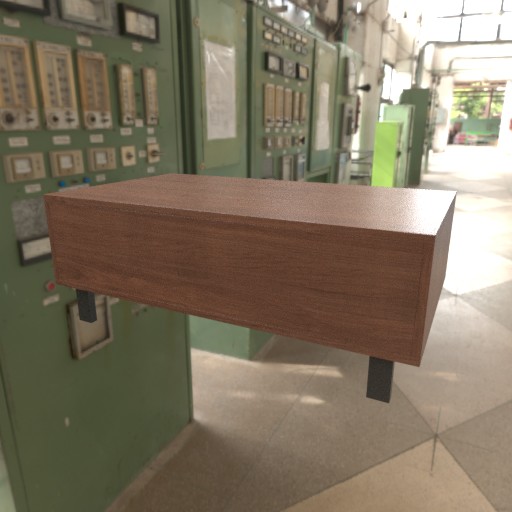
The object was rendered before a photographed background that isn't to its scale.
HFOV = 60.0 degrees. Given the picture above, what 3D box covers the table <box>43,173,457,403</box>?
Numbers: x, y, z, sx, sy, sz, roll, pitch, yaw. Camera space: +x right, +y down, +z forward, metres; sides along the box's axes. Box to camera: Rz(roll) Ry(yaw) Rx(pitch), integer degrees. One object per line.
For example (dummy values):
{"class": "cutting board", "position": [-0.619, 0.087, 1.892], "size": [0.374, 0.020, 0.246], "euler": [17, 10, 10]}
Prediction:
{"class": "table", "position": [0.000, 0.000, 1.321], "size": [1.020, 0.380, 0.600], "euler": [8, 19, 26]}
